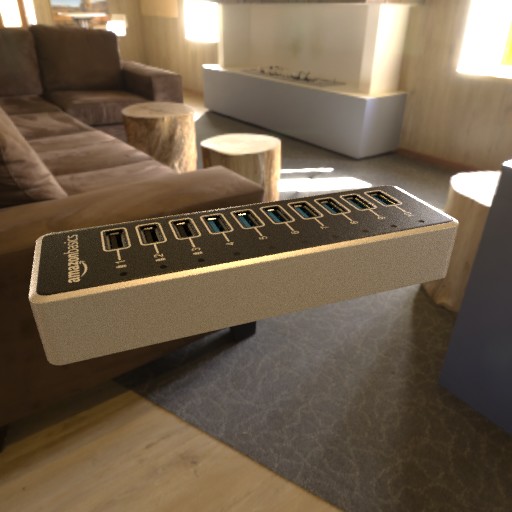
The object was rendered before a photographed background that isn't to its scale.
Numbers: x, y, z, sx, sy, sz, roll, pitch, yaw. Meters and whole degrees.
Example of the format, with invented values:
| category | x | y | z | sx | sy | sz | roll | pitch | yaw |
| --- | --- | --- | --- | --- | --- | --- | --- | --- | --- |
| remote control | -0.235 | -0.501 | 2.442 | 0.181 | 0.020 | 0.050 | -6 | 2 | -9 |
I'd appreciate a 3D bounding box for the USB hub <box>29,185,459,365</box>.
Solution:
| category | x | y | z | sx | sy | sz | roll | pitch | yaw |
| --- | --- | --- | --- | --- | --- | --- | --- | --- | --- |
| USB hub | 0.000 | 0.000 | 0.162 | 0.145 | 0.023 | 0.044 | -10 | 31 | -17 |
